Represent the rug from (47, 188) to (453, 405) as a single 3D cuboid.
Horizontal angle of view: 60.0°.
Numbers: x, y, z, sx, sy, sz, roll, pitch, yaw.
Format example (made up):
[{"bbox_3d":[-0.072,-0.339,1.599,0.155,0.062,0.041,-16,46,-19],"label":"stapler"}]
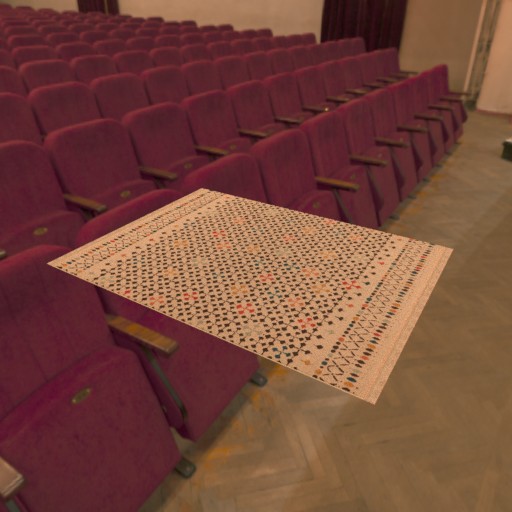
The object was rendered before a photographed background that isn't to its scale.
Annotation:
[{"bbox_3d":[0.000,0.000,2.103,1.556,0.006,1.146,17,34,28],"label":"rug"}]
